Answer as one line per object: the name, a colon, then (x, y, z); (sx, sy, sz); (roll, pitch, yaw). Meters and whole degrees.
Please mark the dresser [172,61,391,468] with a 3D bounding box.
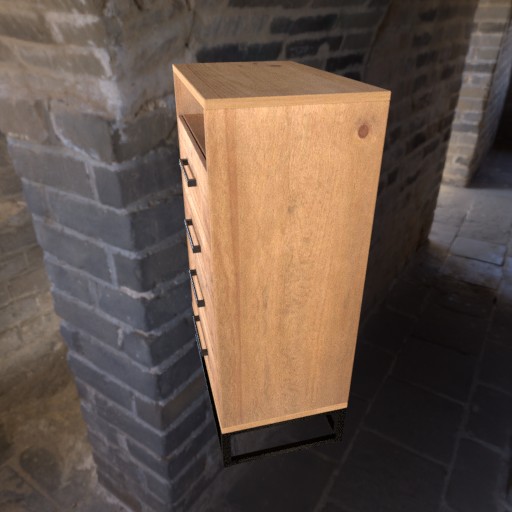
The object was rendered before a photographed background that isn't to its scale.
dresser: (0.000, 0.000, 1.627); (0.479, 1.240, 0.761); (-7, 30, -13)
